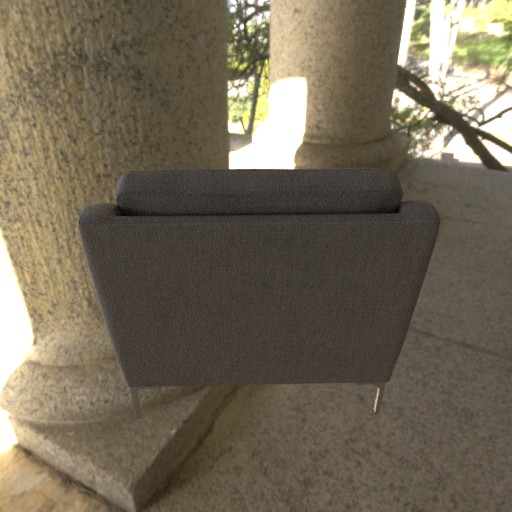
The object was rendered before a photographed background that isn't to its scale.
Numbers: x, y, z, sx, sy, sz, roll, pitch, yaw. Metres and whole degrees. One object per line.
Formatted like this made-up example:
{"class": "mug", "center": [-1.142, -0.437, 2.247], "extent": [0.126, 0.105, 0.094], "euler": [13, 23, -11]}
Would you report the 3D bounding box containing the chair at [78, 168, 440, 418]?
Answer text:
{"class": "chair", "center": [0.000, 0.000, 1.515], "extent": [0.847, 0.828, 0.849], "euler": [-1, 30, -1]}
